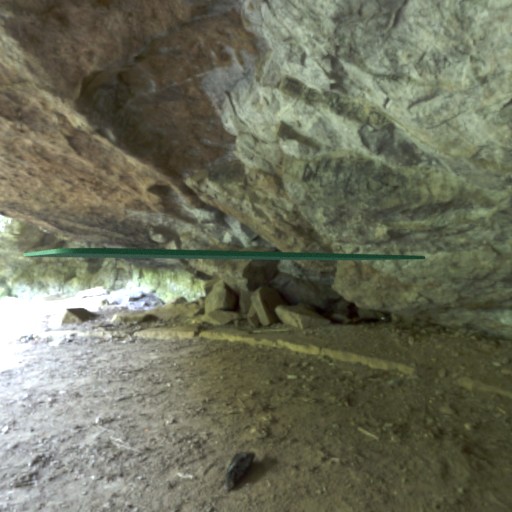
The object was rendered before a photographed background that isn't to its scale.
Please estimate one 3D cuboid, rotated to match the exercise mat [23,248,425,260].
[{"bbox_3d":[0.000,0.000,2.067,1.869,0.021,0.616,1,-2,-36],"label":"exercise mat"}]
